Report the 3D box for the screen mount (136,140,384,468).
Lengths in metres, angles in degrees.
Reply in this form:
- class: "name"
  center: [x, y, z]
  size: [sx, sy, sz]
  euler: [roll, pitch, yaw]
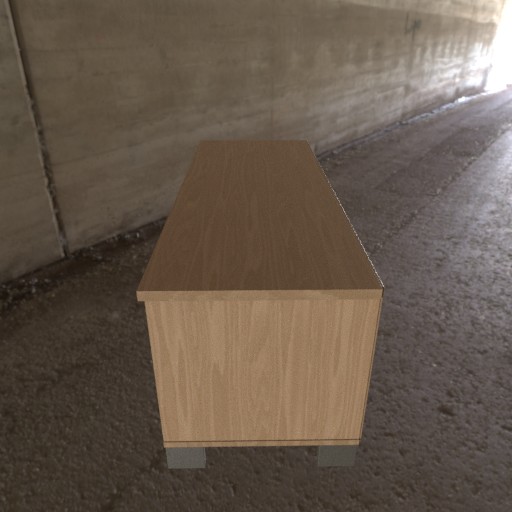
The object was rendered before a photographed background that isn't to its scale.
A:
- class: "screen mount"
  center: [0.000, 0.000, 1.300]
  size: [0.406, 0.432, 1.084]
  euler: [0, 27, -1]
